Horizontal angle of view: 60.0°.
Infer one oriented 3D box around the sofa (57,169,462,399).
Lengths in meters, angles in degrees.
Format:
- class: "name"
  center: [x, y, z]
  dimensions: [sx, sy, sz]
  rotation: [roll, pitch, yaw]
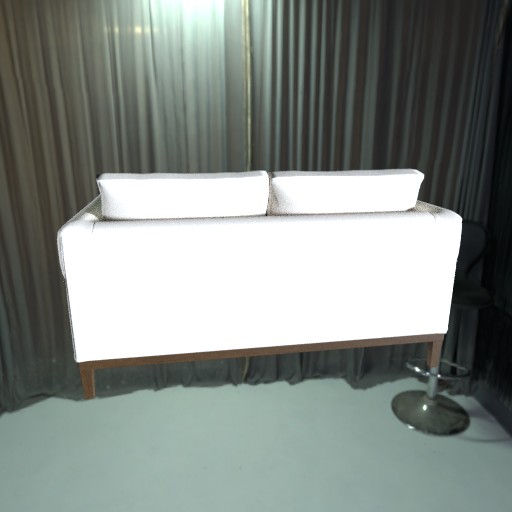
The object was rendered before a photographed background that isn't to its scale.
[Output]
- class: "sofa"
  center: [0.000, 0.000, 2.171]
  dimensions: [1.598, 0.873, 0.905]
  rotation: [-3, 16, -9]
